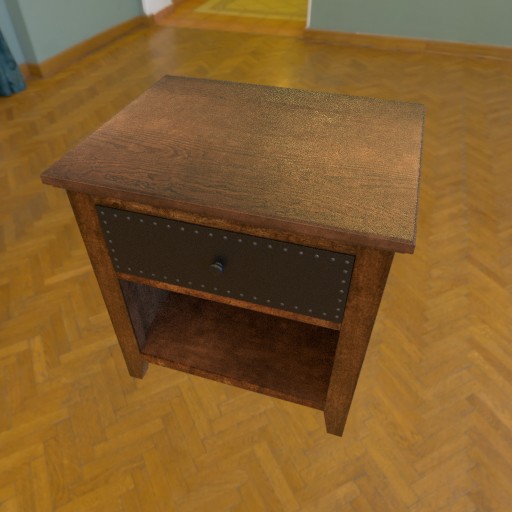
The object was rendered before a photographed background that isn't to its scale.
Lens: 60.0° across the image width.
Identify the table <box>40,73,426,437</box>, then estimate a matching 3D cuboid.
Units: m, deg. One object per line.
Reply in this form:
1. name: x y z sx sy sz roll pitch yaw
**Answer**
1. table: 0.000 0.000 1.004 0.586 0.597 0.461 12 43 13
